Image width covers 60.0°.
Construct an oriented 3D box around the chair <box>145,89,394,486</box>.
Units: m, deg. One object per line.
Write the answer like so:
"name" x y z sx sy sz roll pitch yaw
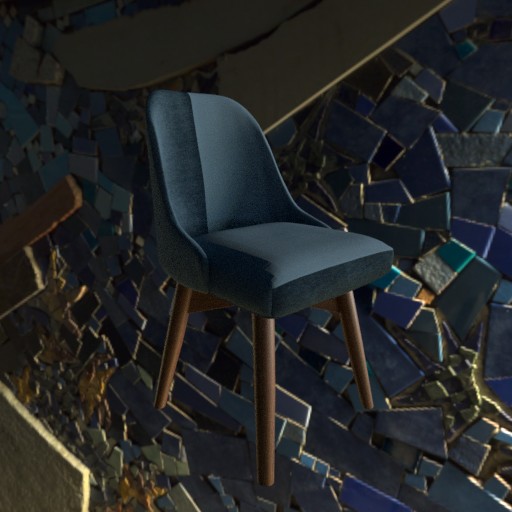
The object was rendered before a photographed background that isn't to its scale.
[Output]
"chair" 0.000 0.000 1.198 0.503 0.882 0.589 -13 19 -43
